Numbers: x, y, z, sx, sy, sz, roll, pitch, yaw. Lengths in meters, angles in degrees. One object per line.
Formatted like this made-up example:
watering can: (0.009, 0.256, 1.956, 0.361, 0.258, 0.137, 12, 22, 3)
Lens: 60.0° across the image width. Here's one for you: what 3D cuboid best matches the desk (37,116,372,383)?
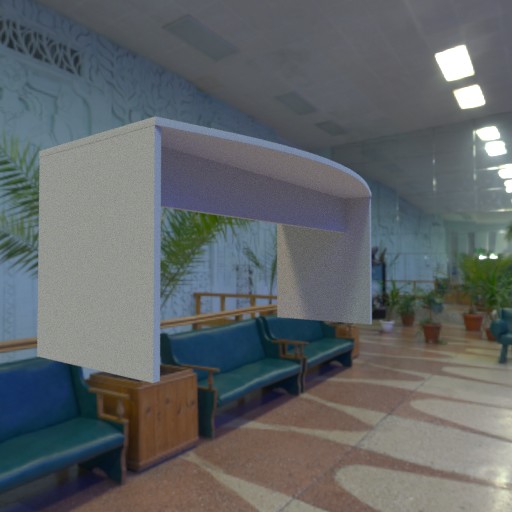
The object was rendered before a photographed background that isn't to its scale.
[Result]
desk: (0.000, 0.000, 2.027, 0.802, 0.750, 1.600, -1, -2, 36)
